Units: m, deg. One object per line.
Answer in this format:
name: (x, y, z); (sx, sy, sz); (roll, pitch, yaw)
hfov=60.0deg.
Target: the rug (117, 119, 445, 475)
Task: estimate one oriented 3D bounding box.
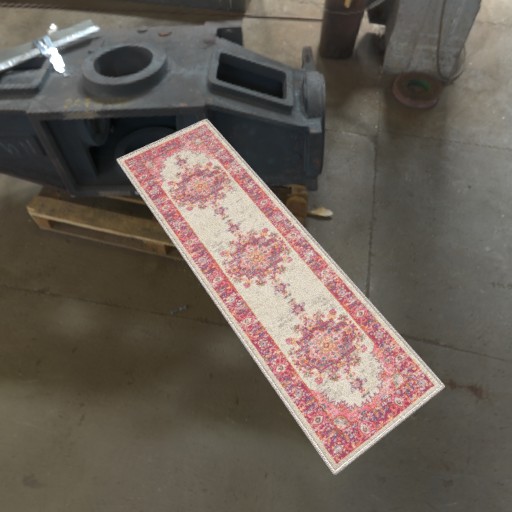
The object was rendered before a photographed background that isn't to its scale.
rug: (0.000, 0.000, 2.043); (0.562, 0.009, 1.824); (-30, 63, -17)
